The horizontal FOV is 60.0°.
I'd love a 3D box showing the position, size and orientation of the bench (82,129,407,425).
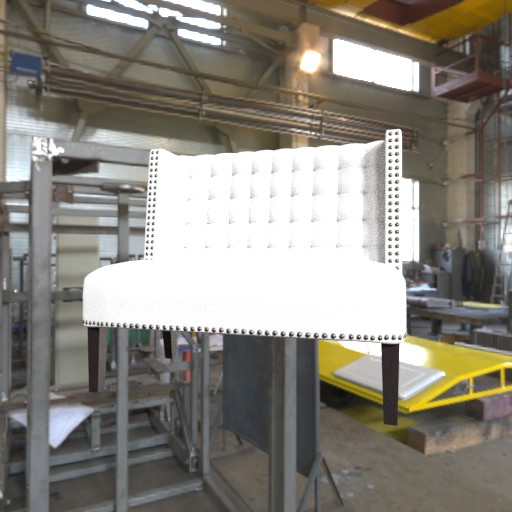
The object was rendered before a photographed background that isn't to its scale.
[{"bbox_3d":[0.000,0.000,2.001,1.280,1.123,0.847,0,0,17],"label":"bench"}]
